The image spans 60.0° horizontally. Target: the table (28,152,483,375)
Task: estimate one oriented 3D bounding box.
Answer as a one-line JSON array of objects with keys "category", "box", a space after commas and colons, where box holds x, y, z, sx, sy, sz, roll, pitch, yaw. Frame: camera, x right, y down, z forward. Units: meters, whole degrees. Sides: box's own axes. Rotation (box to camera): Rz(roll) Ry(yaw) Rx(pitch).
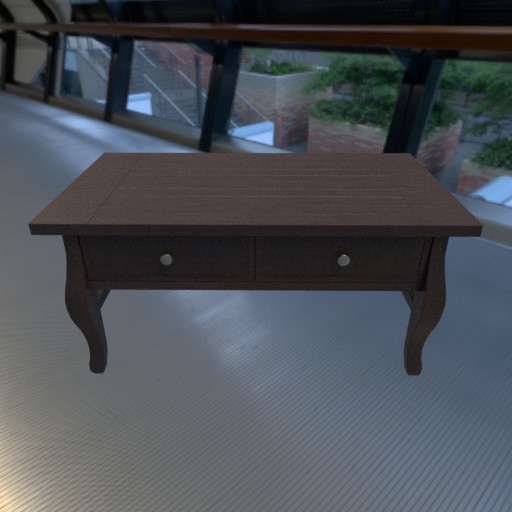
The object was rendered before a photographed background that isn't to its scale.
[{"category": "table", "box": [0.000, 0.000, 1.407, 1.062, 0.494, 0.600, 0, 29, 0]}]
